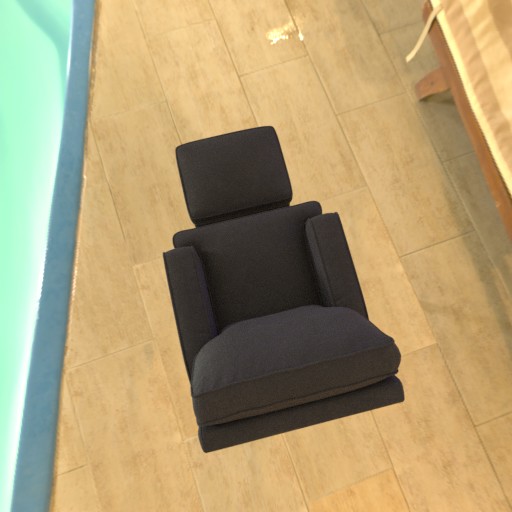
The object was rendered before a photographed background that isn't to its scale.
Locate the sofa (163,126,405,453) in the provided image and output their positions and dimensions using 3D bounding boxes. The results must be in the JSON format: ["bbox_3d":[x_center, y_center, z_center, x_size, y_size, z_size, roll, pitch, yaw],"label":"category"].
[{"bbox_3d":[0.000,0.000,2.086,0.861,0.959,1.472,-13,76,-3],"label":"sofa"}]
